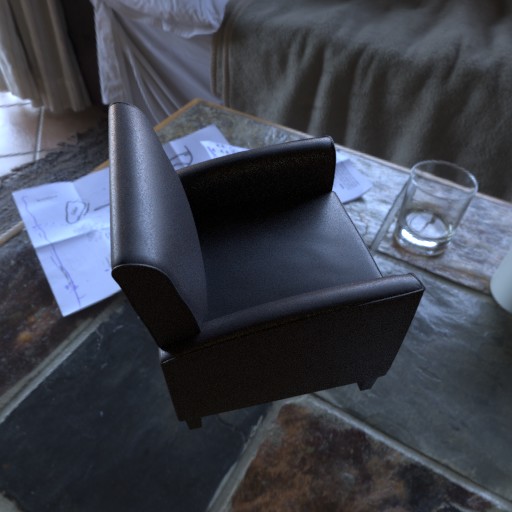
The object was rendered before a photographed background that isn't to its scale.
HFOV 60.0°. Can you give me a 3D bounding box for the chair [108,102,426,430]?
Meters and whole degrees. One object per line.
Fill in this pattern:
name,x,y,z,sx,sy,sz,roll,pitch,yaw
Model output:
chair,0.000,0.000,1.577,0.819,0.916,0.820,-10,48,-9
